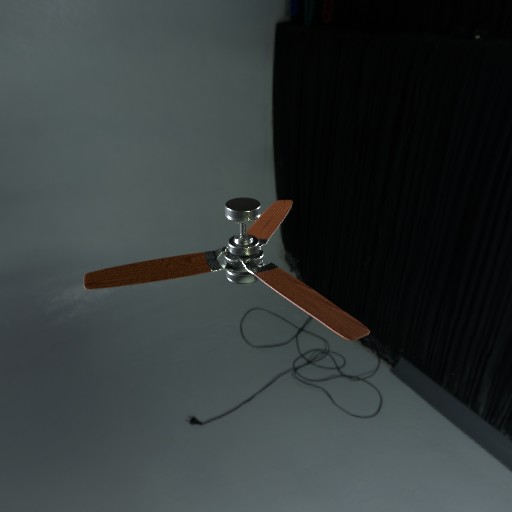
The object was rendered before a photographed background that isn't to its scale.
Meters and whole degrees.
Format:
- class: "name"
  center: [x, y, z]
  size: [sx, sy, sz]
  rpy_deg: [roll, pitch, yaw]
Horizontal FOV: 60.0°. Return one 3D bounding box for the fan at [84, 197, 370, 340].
- class: "fan"
  center: [0.000, 0.000, 2.101]
  size: [1.416, 0.410, 1.271]
  rpy_deg: [-20, 35, -31]
